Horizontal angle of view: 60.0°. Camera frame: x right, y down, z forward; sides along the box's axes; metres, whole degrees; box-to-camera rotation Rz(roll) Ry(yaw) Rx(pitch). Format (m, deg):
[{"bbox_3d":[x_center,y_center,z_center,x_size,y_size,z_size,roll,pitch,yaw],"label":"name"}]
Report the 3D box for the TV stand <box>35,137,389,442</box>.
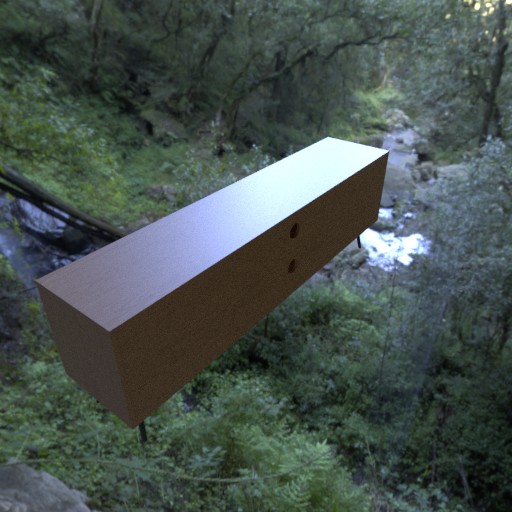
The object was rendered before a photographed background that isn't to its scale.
[{"bbox_3d":[0.000,0.000,2.009,0.400,0.580,1.760,23,39,31],"label":"TV stand"}]
